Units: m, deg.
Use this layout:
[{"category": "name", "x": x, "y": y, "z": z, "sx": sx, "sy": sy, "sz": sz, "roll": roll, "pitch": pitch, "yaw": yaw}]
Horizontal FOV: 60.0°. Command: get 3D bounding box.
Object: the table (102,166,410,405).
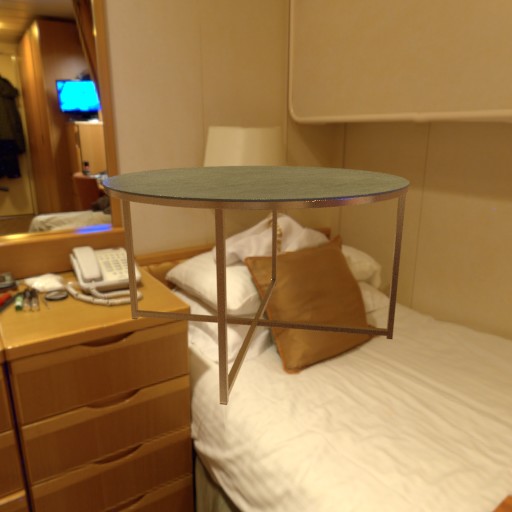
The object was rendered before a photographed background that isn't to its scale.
[{"category": "table", "x": 0.000, "y": 0.000, "z": 1.279, "sx": 0.800, "sy": 0.450, "sz": 0.800, "roll": 0, "pitch": 16, "yaw": 0}]
